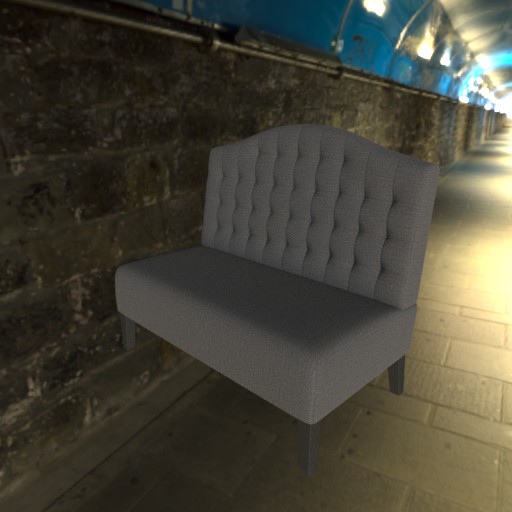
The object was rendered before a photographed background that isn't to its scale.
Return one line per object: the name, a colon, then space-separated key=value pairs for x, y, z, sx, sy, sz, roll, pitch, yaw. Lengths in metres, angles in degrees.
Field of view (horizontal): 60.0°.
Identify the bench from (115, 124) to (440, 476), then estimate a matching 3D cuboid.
bench: x=0.000 y=0.000 z=2.094 sx=1.335 sy=1.180 sz=0.815 roll=17 pitch=25 yaw=42
